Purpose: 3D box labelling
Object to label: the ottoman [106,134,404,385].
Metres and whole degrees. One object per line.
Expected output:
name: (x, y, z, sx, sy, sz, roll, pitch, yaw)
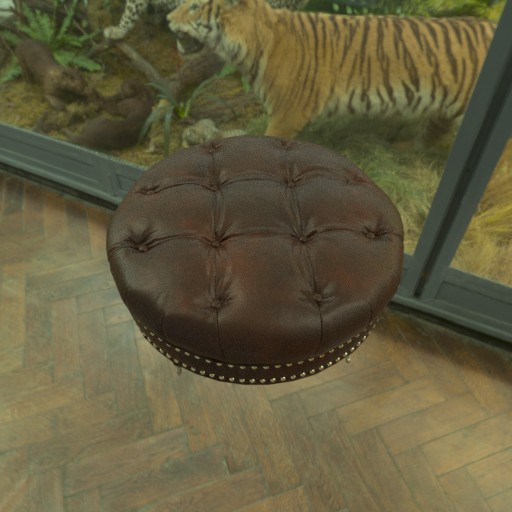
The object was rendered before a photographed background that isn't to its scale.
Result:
ottoman: (0.000, 0.000, 1.430, 0.901, 0.455, 0.901, 0, 46, 0)
